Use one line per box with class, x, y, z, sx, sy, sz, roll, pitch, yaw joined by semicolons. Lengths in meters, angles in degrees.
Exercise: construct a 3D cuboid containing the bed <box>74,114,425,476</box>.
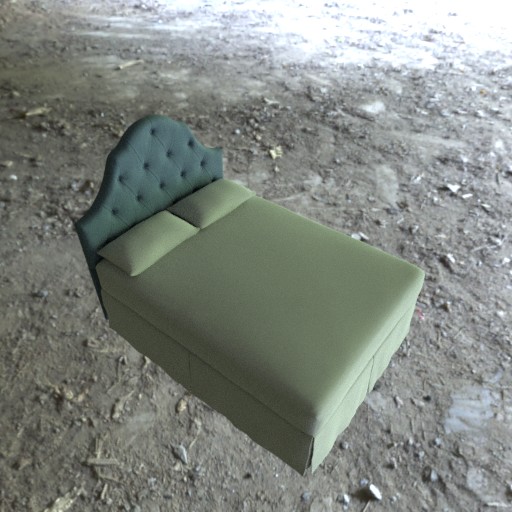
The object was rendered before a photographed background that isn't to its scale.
bed;0.000;0.000;3.297;2.155;1.575;1.636;27;48;28
